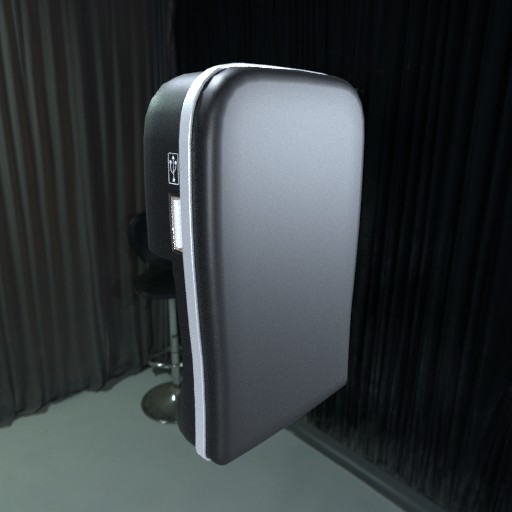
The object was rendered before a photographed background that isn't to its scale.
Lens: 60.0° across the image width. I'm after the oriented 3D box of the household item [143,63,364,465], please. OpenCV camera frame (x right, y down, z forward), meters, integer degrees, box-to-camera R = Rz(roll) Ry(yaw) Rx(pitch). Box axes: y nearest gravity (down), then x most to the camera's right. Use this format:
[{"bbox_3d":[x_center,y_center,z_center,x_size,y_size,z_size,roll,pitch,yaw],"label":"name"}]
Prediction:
[{"bbox_3d":[0.000,0.000,0.148,0.070,0.114,0.038,-15,22,-42],"label":"household item"}]
